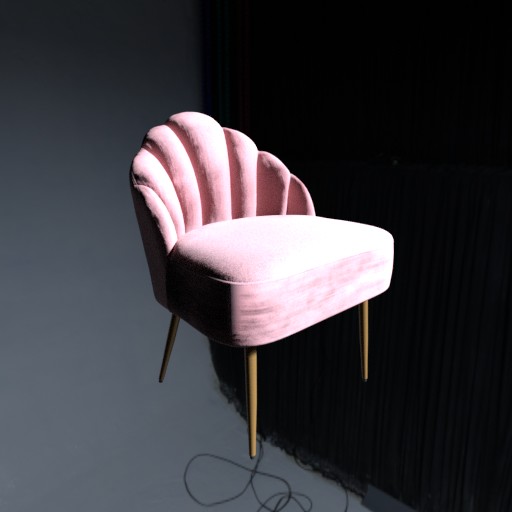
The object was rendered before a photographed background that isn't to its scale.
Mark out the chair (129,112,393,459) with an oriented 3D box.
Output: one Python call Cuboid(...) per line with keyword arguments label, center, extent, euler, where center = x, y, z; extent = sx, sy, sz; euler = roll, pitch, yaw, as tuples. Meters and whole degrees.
Cuboid(label="chair", center=(0.000, 0.000, 1.285), extent=(0.599, 0.819, 0.657), euler=(14, 20, 43))
